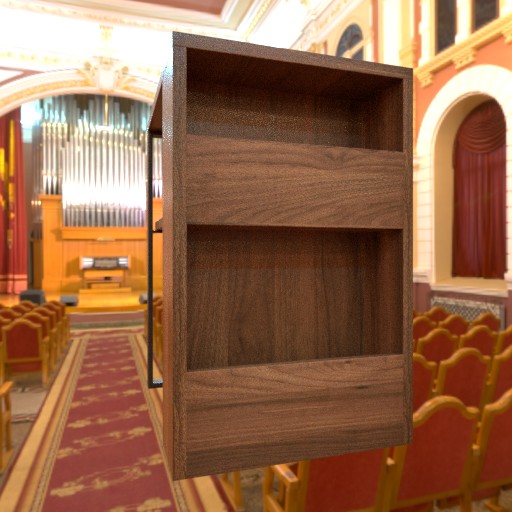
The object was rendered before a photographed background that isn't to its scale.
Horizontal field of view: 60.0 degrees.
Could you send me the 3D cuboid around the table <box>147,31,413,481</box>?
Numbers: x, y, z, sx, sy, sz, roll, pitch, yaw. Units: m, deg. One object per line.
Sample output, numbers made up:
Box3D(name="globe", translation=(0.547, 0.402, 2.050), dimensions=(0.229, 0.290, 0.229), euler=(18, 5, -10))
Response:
Box3D(name="table", translation=(0.000, 0.000, 1.498), dimensions=(0.660, 1.041, 0.786), euler=(0, 0, -18))
